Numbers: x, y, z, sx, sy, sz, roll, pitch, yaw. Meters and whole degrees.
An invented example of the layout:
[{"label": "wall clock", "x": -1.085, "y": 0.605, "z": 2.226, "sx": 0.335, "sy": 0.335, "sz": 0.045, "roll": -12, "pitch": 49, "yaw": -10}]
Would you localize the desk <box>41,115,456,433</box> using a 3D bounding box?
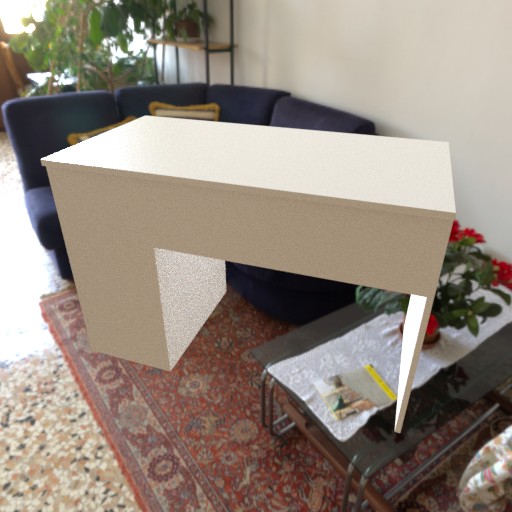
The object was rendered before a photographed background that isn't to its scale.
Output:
[{"label": "desk", "x": 0.000, "y": 0.000, "z": 1.513, "sx": 1.097, "sy": 0.735, "sz": 0.560, "roll": 10, "pitch": 32, "yaw": 16}]
